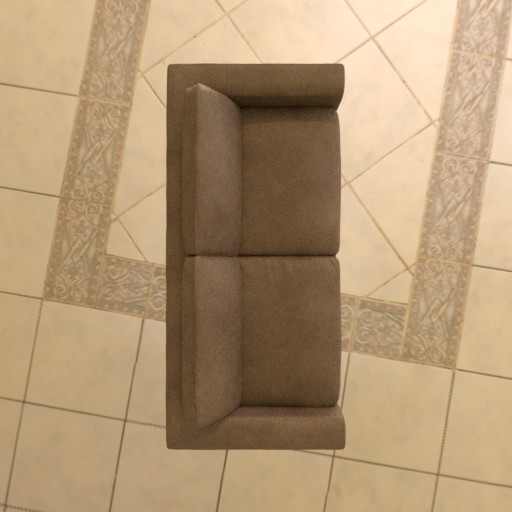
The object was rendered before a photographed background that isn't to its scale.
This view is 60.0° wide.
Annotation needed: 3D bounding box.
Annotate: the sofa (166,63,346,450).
[{"bbox_3d":[0.000,0.000,2.738,1.070,0.801,2.262,0,89,1],"label":"sofa"}]
